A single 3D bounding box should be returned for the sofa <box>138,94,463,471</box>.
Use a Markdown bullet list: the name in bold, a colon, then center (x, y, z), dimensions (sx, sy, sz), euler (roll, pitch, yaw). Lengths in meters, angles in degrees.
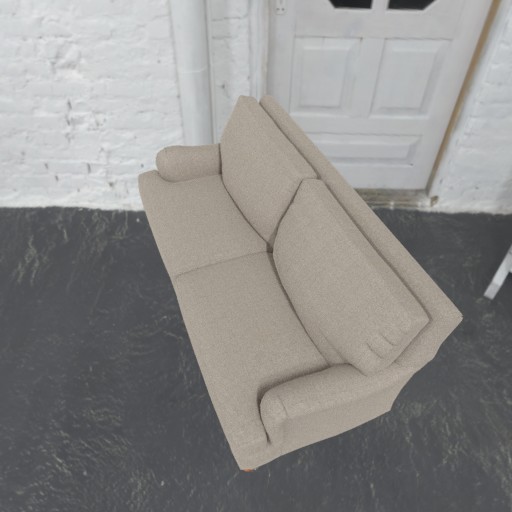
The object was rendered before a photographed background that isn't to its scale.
- **sofa**: center (0.000, 0.000, 2.740), dimensions (1.087, 1.054, 2.160), euler (-17, 50, -15)
